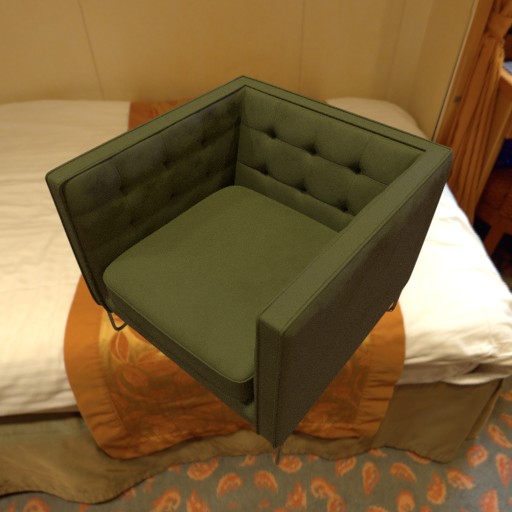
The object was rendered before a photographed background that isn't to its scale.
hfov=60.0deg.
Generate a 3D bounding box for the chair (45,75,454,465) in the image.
[{"bbox_3d":[0.000,0.000,1.560,0.880,0.790,0.894,30,52,27],"label":"chair"}]
